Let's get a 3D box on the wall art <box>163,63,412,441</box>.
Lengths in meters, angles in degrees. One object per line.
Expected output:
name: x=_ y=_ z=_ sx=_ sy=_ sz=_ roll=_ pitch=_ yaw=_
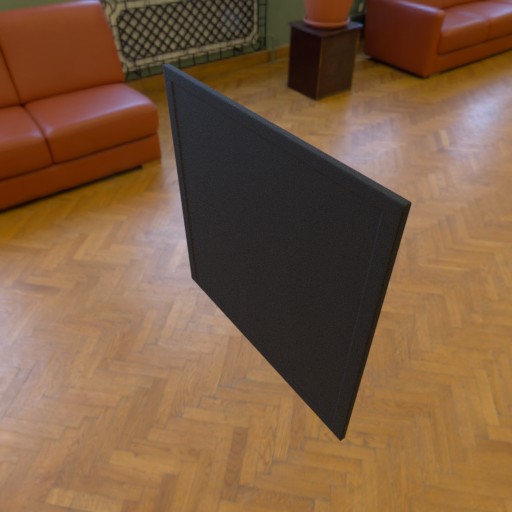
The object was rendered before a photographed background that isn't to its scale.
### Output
wall art: x=0.000 y=0.000 z=0.844 sx=0.012 sy=0.558 sz=0.562 roll=-27 pitch=48 yaw=-27
